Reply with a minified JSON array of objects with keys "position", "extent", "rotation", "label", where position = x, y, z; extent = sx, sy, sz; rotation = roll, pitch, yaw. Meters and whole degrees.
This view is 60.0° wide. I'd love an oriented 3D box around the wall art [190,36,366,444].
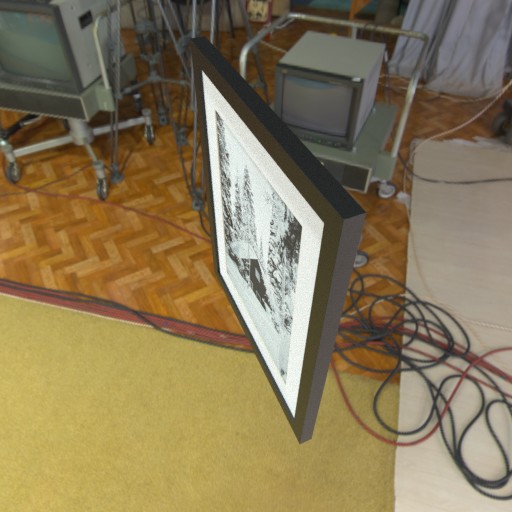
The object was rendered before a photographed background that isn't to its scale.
[{"position":[0.000,0.000,0.539],"extent":[0.018,0.397,0.325],"rotation":[-18,50,-16],"label":"wall art"}]
